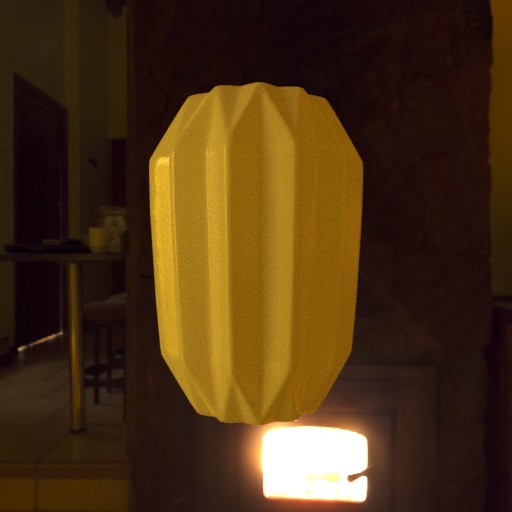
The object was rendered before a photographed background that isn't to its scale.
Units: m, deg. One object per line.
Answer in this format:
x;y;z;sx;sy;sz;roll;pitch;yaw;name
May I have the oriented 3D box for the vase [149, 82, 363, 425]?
0.000;0.000;0.415;0.195;0.275;0.195;0;0;0;vase
